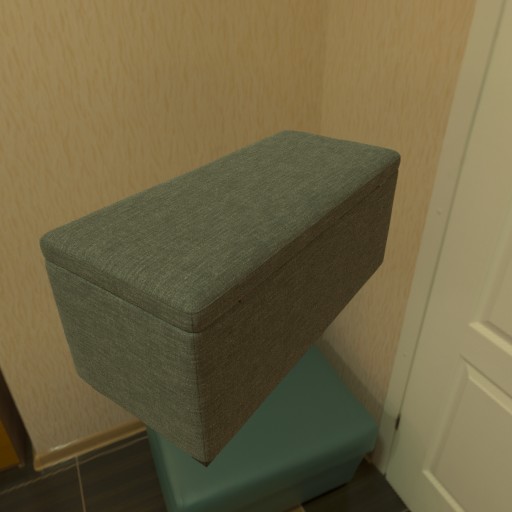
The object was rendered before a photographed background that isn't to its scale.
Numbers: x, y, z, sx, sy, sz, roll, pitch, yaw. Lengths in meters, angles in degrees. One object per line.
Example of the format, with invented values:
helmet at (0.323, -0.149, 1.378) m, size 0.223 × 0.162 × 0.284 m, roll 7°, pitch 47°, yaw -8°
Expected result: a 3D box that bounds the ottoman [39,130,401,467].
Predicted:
ottoman at (0.000, 0.000, 1.141) m, size 0.419 × 0.432 × 0.902 m, roll 20°, pitch 37°, yaw 29°
